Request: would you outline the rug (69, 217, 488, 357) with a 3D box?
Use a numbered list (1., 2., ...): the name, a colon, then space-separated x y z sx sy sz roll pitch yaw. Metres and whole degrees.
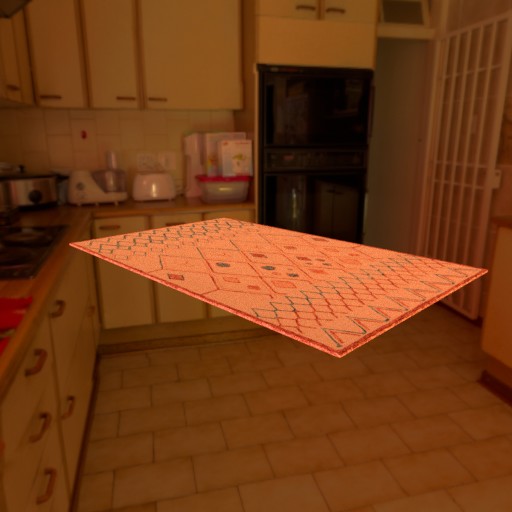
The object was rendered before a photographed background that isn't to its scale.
1. rug: 0.000 0.000 2.989 1.524 0.015 2.438 -15 21 -43
